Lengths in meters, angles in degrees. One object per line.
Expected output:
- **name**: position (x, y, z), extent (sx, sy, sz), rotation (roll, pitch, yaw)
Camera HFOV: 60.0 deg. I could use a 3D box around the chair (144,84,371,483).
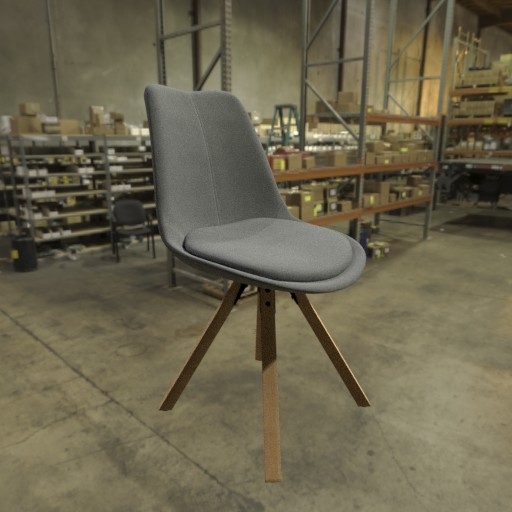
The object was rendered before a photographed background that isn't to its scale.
- **chair**: position (0.000, 0.000, 1.158), extent (0.549, 0.863, 0.474), rotation (14, 20, 42)
